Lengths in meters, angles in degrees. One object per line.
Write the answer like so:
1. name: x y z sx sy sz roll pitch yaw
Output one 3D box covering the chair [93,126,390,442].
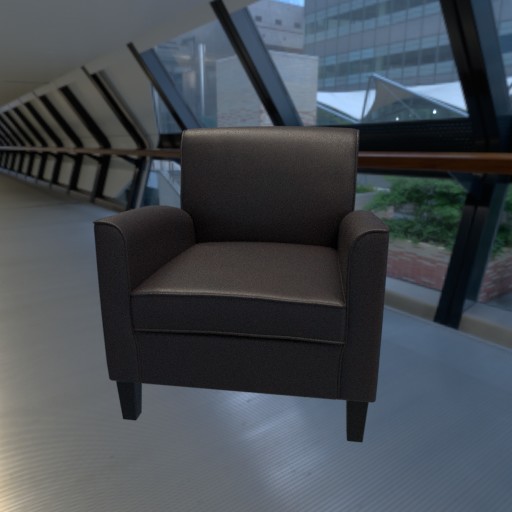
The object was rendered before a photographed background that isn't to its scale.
1. chair: 0.000 0.000 1.600 0.820 0.916 0.819 2 15 8
